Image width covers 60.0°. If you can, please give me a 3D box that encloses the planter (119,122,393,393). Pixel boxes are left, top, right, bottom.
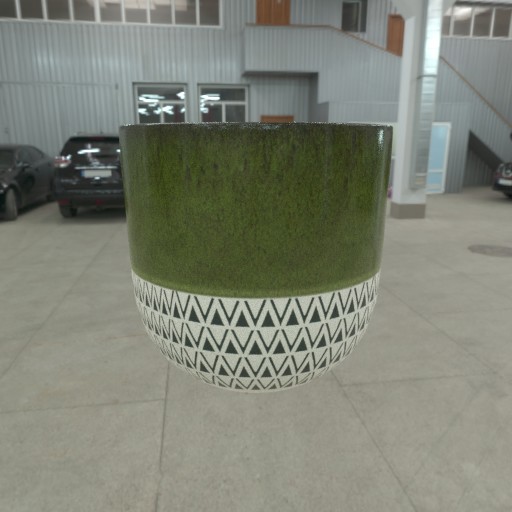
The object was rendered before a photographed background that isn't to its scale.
[{"bbox_3d":[0.000,0.000,0.481,0.266,0.270,0.266,0,15,0],"label":"planter"}]
